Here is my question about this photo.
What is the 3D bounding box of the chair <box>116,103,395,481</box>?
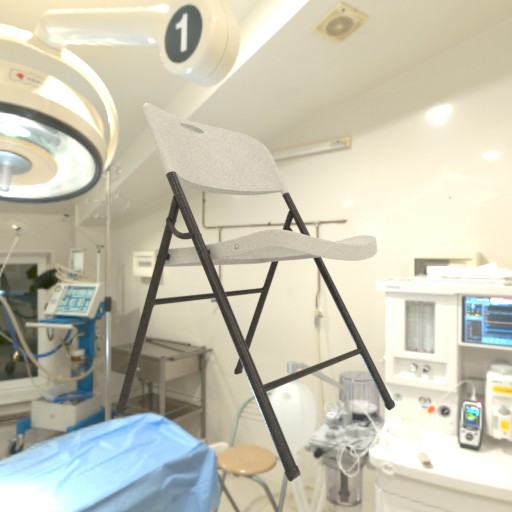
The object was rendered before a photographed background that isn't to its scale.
[{"bbox_3d":[0.000,0.000,1.161,0.566,0.810,0.494,0,1,39],"label":"chair"}]
